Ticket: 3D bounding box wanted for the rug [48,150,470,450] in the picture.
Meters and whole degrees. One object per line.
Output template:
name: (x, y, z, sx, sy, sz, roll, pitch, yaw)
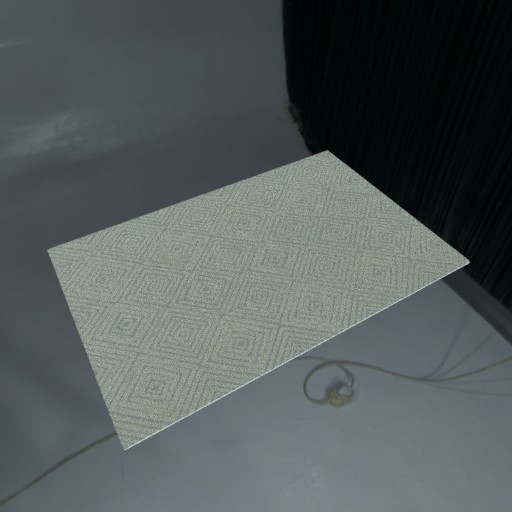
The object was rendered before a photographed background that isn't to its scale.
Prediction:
rug: (0.000, 0.000, 2.193, 1.753, 0.008, 1.143, -23, 50, -21)
